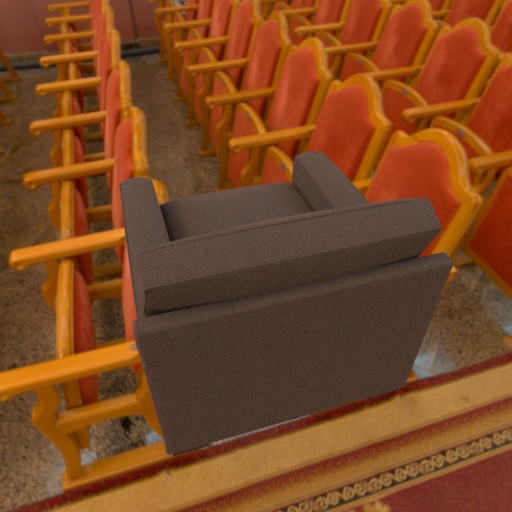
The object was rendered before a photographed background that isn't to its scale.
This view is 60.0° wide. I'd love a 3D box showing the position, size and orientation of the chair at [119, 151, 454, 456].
[{"bbox_3d":[0.000,0.000,1.830,0.997,0.913,1.043,-11,43,-13],"label":"chair"}]
